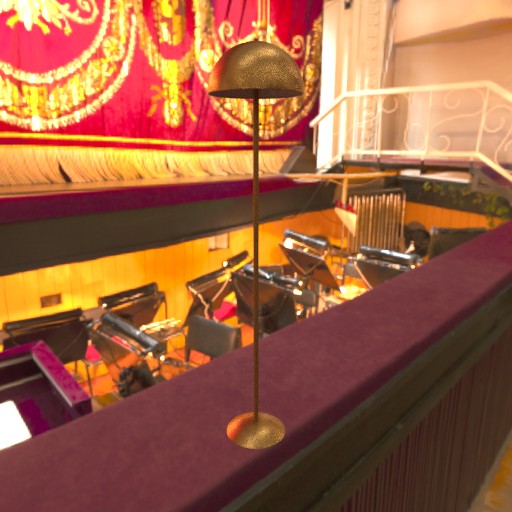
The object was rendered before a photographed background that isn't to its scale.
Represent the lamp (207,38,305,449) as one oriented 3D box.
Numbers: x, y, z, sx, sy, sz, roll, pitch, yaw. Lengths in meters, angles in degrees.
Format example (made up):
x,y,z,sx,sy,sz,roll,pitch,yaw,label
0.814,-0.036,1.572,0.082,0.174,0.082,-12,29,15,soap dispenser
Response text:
x,y,z,sx,sy,sz,roll,pitch,yaw,label
0.000,0.000,1.646,0.328,1.480,0.328,-13,19,-42,lamp
